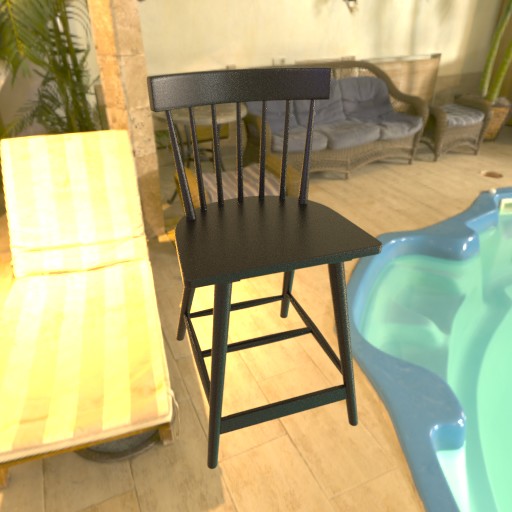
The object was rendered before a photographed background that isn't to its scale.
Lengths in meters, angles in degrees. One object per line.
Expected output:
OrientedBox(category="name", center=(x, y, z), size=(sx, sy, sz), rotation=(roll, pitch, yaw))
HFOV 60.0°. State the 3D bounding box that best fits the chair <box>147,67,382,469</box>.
OrientedBox(category="chair", center=(0.000, 0.000, 1.257), size=(0.483, 0.952, 0.572), rotation=(-10, 32, -16))
